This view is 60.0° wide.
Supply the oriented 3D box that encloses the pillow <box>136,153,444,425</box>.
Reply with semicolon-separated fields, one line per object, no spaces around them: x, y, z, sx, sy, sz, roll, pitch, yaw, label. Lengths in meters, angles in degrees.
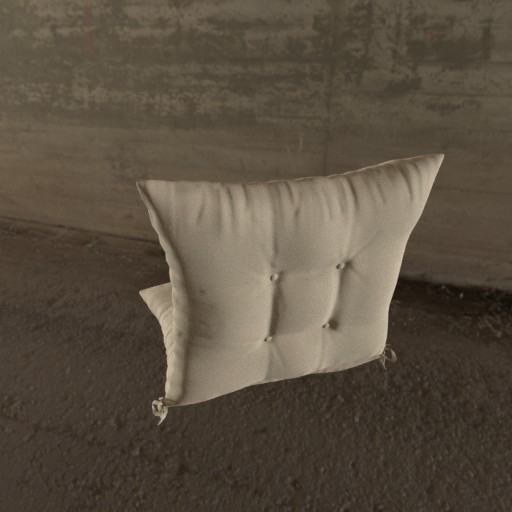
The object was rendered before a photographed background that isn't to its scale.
0.000;0.000;0.990;0.541;0.536;0.585;-9;28;-17;pillow
